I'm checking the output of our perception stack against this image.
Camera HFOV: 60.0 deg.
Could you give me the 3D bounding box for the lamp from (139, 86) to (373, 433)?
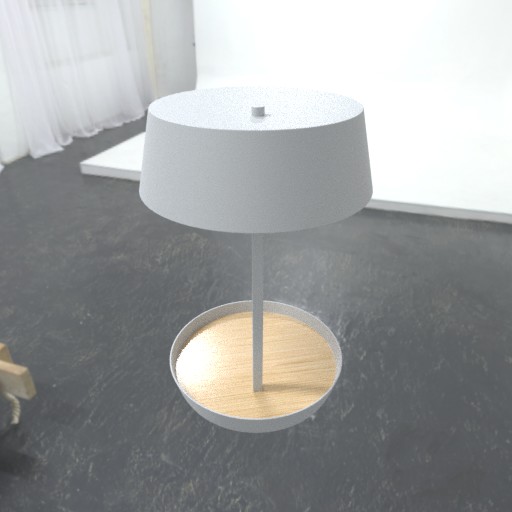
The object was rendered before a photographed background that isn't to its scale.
[{"bbox_3d":[0.000,0.000,0.620,0.291,0.429,0.291,0,30,0],"label":"lamp"}]
